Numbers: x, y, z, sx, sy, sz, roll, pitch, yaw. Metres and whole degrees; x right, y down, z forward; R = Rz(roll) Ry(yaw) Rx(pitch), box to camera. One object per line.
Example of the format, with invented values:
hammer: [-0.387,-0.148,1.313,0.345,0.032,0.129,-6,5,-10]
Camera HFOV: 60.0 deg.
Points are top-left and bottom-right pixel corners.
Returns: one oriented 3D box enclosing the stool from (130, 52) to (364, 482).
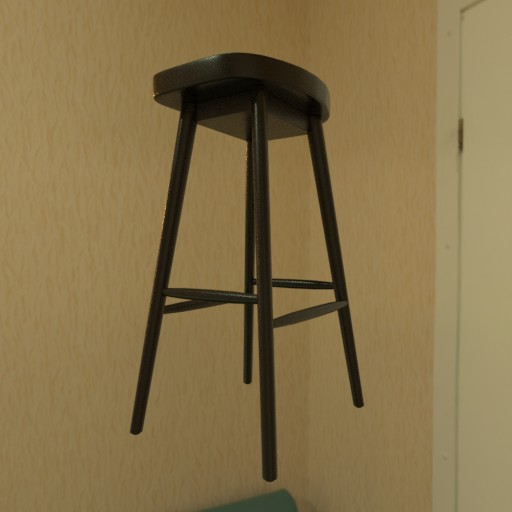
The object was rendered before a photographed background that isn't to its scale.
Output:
stool: [0.000,0.000,1.010,0.361,0.749,0.440,1,1,34]
